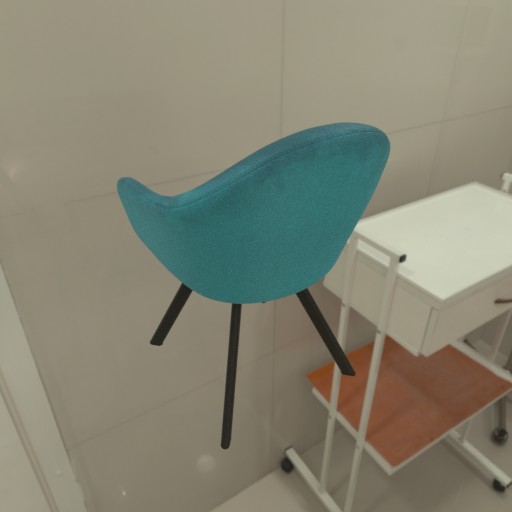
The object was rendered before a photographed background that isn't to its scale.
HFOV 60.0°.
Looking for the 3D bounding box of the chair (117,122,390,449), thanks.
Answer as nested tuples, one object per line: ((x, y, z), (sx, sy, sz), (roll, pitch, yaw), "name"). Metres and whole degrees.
((0.000, 0.000, 1.158), (0.540, 0.780, 0.570), (-19, 36, -29), "chair")
